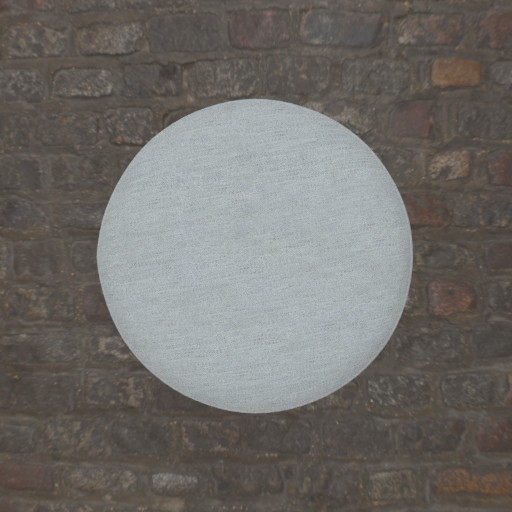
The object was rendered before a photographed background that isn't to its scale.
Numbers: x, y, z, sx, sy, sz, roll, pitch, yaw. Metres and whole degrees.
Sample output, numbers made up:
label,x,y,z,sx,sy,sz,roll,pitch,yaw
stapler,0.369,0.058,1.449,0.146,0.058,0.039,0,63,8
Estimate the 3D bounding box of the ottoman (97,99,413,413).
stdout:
label,x,y,z,sx,sy,sz,roll,pitch,yaw
ottoman,0.000,0.000,1.226,0.769,0.459,0.769,0,91,1
